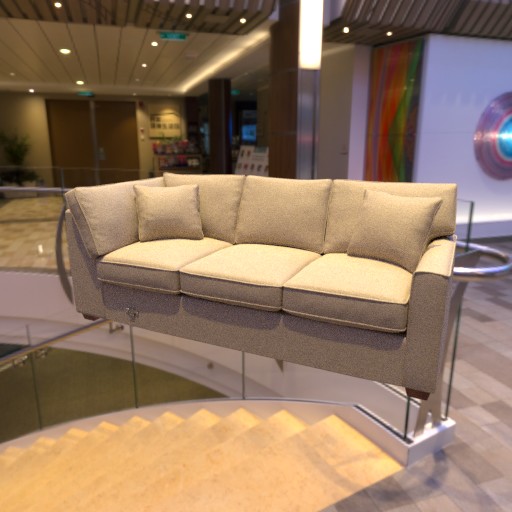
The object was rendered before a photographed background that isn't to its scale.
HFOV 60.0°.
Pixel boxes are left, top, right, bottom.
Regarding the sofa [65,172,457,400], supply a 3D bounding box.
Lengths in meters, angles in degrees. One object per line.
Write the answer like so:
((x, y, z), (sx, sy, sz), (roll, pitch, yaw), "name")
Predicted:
((0.000, 0.000, 2.844), (2.317, 0.962, 1.061), (7, 16, 25), "sofa")
